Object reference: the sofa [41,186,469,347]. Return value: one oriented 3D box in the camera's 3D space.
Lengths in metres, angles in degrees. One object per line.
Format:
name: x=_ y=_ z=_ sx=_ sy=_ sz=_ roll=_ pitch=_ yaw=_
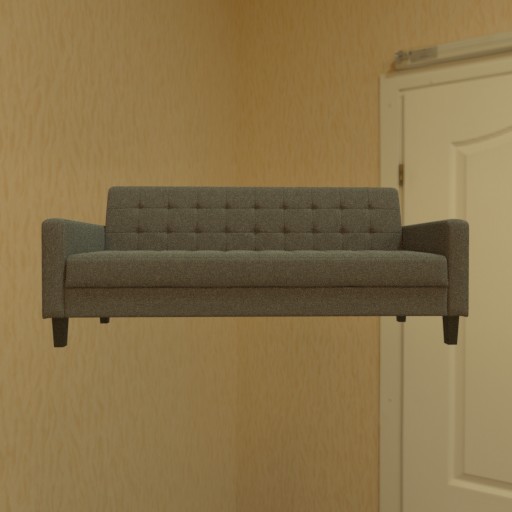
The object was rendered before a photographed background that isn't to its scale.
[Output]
sofa: x=0.000 y=0.000 z=2.467 sx=2.040 sy=0.850 sz=0.810 roll=0 pitch=1 yaw=-2
